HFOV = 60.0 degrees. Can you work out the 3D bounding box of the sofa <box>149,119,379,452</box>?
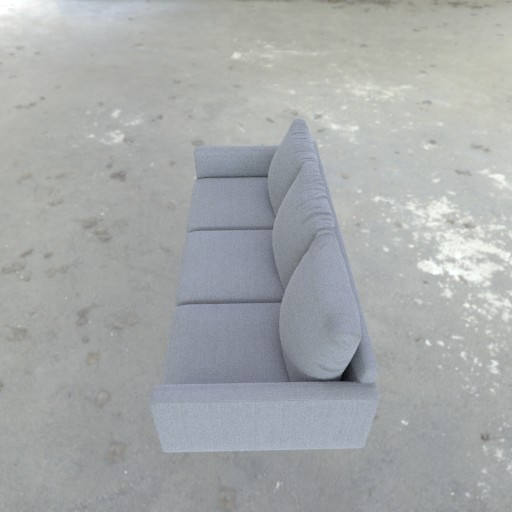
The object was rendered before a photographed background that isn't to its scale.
[{"bbox_3d":[0.000,0.000,2.438,0.850,0.830,2.000,-1,41,-1],"label":"sofa"}]
